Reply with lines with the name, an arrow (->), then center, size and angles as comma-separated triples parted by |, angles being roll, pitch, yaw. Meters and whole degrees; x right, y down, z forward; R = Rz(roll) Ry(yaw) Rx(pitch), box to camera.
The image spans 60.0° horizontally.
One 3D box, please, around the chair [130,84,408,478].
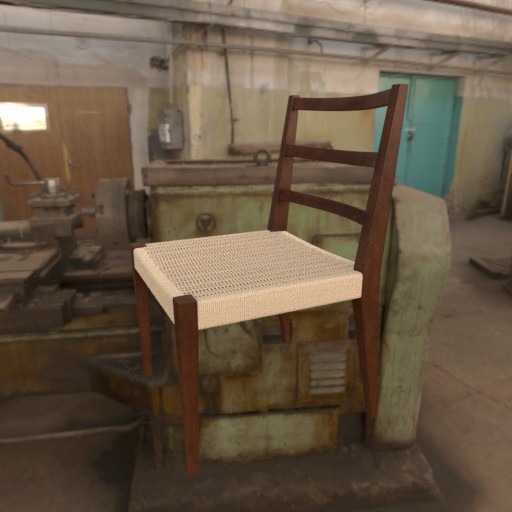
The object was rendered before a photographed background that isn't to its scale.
chair -> 0.000, 0.000, 1.143 | 0.551, 0.813, 0.480 | -8, 18, -24
